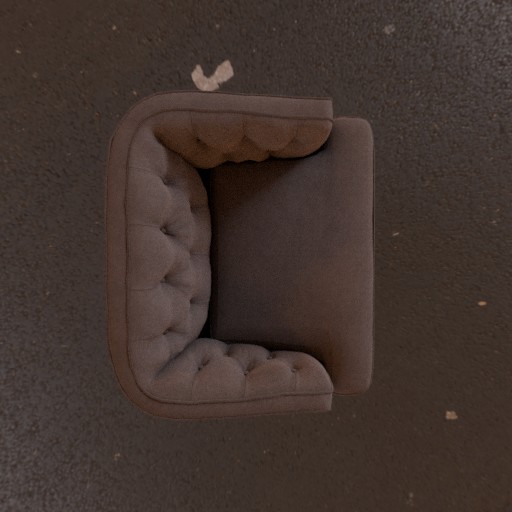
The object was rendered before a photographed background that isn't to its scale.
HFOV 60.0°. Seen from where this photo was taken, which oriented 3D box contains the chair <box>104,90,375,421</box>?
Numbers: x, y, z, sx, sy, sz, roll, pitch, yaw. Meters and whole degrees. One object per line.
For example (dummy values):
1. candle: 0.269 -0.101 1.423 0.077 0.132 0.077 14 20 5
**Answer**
1. chair: 0.000 0.000 1.773 0.941 0.852 1.104 0 91 0
